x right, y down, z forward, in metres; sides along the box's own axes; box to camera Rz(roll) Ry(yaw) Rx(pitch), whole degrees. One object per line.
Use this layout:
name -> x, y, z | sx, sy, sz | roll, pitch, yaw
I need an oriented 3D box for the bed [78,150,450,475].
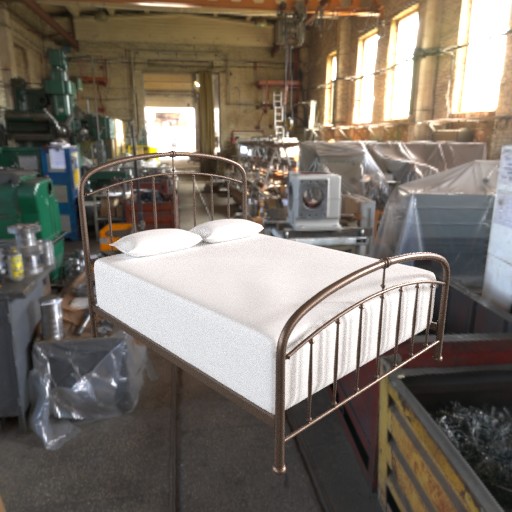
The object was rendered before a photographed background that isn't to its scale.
bed -> 0.000, 0.000, 3.242 | 1.711, 1.475, 2.168 | -13, 20, -41
